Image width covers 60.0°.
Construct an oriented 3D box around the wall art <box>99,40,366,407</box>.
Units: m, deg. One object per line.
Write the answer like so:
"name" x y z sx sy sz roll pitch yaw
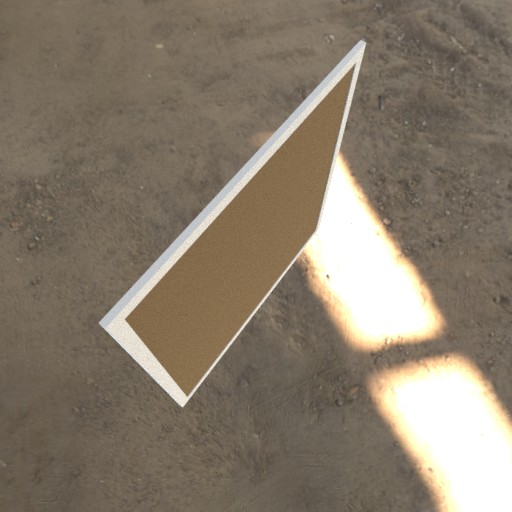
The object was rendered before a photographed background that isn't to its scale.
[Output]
"wall art" 0.000 0.000 1.198 0.015 0.812 0.812 33 68 16
